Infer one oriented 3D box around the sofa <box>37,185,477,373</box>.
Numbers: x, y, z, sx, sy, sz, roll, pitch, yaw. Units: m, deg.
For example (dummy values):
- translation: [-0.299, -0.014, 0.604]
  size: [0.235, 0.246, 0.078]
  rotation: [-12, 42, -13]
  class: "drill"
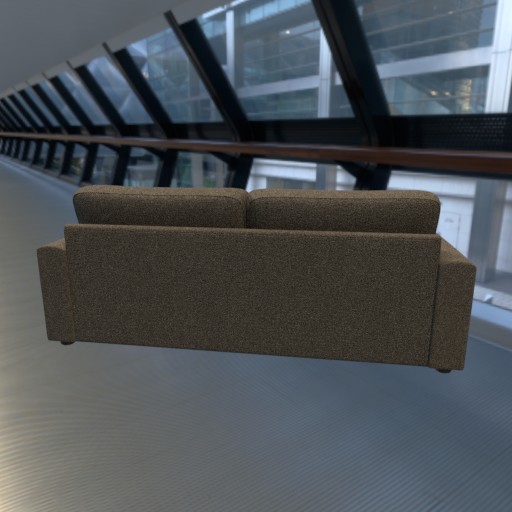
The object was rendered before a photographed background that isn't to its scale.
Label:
- translation: [0.000, 0.000, 2.665]
  size: [2.179, 0.873, 1.016]
  rotation: [2, 15, 9]
  class: "sofa"
